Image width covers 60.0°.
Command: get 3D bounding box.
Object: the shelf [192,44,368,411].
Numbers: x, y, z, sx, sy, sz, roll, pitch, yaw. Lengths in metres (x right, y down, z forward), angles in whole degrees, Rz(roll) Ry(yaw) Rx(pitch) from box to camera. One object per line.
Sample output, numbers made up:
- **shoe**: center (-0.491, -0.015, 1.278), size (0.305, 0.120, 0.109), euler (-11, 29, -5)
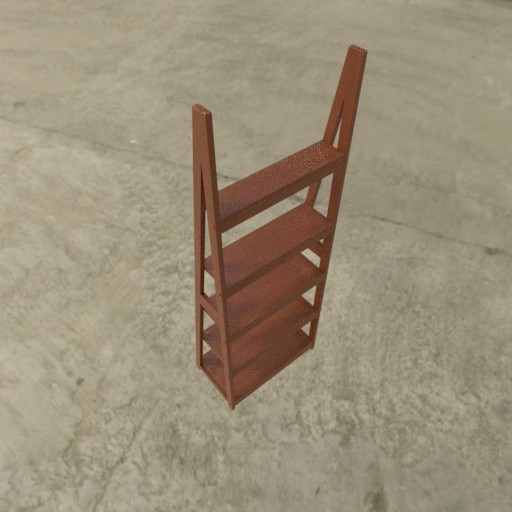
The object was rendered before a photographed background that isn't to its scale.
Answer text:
- **shelf**: center (0.000, 0.000, 2.013), size (0.630, 1.780, 0.356), euler (-31, 54, -25)
